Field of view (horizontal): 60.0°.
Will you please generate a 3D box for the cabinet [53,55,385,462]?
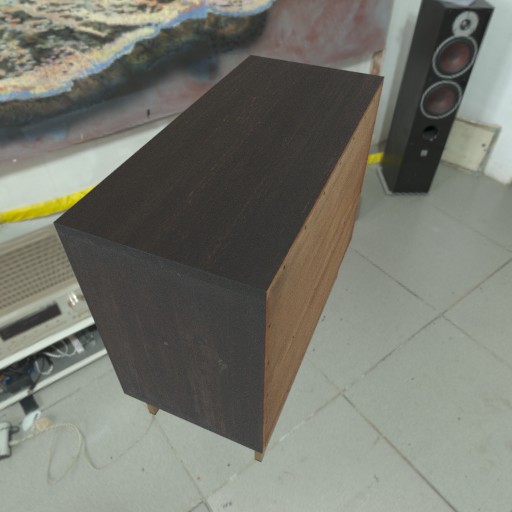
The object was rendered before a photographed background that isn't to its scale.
[{"bbox_3d":[0.000,0.000,1.411,0.451,0.860,0.950,17,47,16],"label":"cabinet"}]
